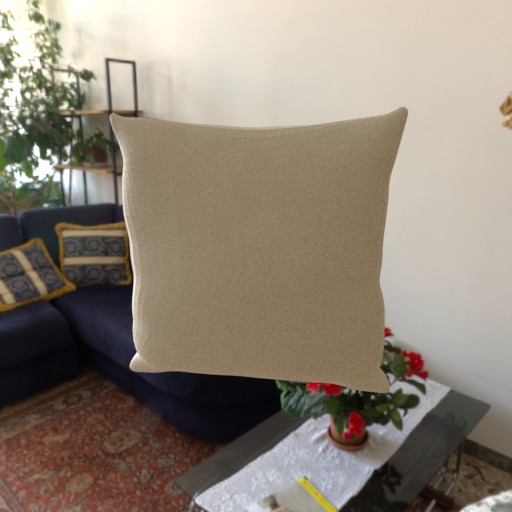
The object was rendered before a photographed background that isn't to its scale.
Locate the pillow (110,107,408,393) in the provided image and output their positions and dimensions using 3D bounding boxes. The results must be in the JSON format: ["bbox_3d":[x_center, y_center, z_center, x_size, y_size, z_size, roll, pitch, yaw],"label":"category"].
[{"bbox_3d":[0.000,0.000,0.693,0.440,0.441,0.182,2,16,7],"label":"pillow"}]
